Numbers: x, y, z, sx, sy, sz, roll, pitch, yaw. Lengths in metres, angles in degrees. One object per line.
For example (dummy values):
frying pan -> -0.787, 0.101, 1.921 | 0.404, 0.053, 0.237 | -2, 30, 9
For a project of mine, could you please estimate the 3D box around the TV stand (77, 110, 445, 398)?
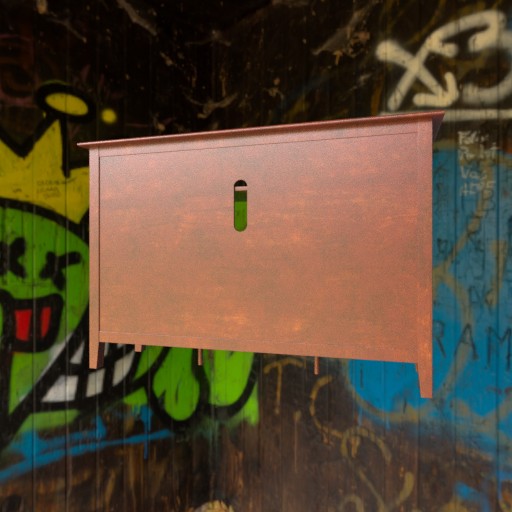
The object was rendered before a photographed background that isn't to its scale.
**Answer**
TV stand -> 0.000, 0.000, 1.796 | 1.372, 0.915, 0.445 | 0, 0, 17
